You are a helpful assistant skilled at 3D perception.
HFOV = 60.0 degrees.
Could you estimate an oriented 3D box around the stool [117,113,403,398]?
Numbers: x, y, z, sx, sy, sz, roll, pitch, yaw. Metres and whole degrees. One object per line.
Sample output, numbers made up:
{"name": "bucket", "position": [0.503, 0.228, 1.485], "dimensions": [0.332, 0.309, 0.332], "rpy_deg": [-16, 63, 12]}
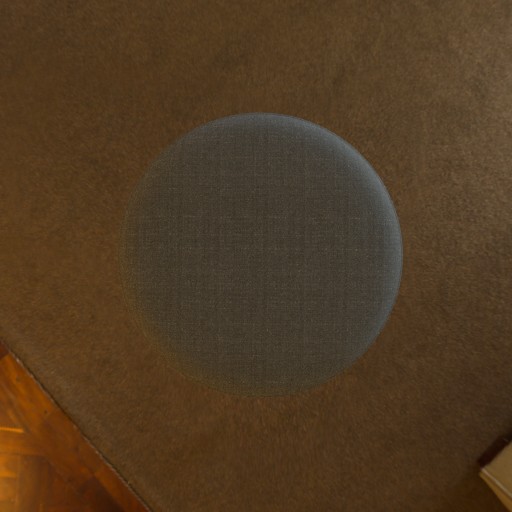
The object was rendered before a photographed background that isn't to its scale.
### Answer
{"name": "stool", "position": [0.000, 0.000, 0.949], "dimensions": [0.449, 0.655, 0.449], "rpy_deg": [0, 90, -2]}
